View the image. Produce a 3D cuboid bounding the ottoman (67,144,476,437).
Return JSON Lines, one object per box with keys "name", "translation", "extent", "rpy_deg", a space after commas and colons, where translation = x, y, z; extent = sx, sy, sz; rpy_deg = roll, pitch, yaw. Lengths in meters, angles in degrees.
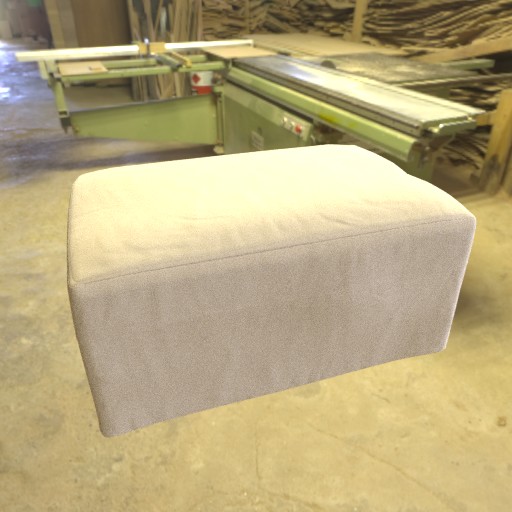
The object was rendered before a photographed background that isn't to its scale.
{"name": "ottoman", "translation": [0.000, 0.000, 1.148], "extent": [0.872, 0.444, 0.590], "rpy_deg": [-10, 32, -16]}
